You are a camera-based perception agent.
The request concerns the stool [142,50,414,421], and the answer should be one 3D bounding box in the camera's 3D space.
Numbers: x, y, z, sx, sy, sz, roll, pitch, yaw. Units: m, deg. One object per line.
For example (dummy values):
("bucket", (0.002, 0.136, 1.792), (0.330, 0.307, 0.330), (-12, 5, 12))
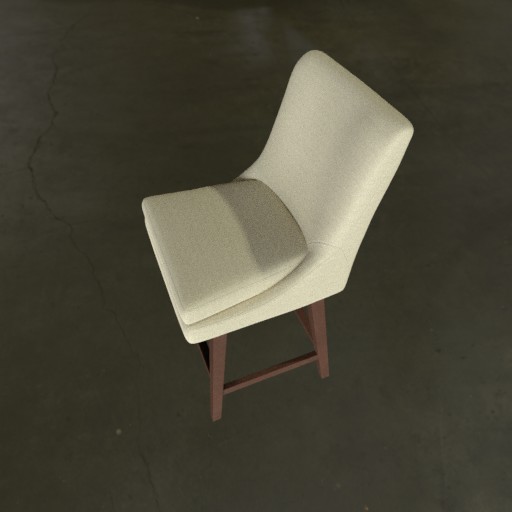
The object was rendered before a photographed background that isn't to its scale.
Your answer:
("stool", (0.000, 0.000, 1.324), (0.559, 0.991, 0.483), (-17, 49, -15))
